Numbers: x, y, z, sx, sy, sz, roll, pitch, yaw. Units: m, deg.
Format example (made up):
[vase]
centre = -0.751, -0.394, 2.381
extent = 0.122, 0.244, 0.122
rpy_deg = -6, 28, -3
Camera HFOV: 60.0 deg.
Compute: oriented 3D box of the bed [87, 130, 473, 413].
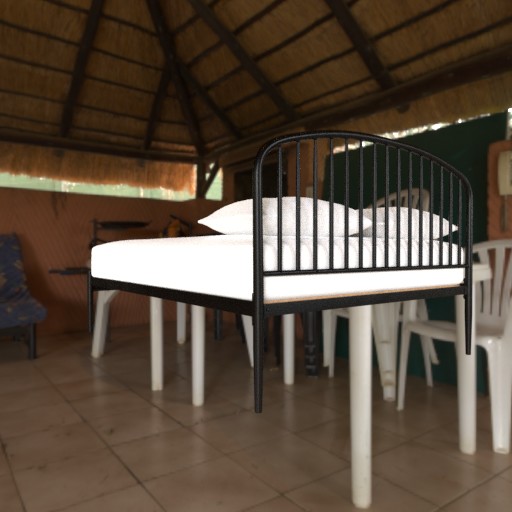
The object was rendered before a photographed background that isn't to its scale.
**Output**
[bed]
centre = 0.000, 0.000, 3.007
extent = 1.618, 1.166, 2.159
rpy_deg = 0, 1, -37
